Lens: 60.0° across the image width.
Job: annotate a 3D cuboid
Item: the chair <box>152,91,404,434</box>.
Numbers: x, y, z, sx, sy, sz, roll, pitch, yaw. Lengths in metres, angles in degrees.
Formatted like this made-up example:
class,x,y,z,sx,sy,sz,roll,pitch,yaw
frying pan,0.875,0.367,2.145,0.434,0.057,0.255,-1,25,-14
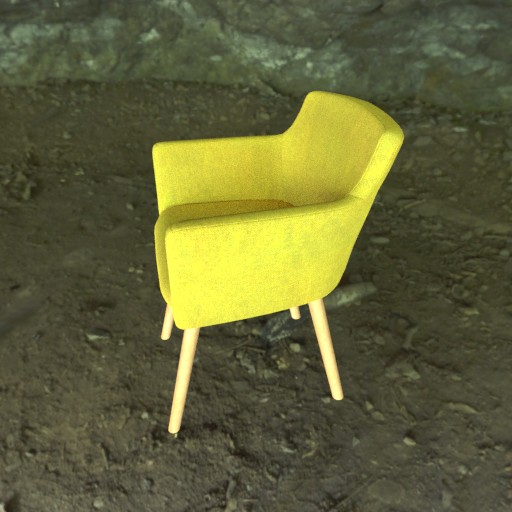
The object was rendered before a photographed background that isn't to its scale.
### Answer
class,x,y,z,sx,sy,sz,roll,pitch,yaw
chair,0.000,0.000,1.192,0.570,0.780,0.570,-7,31,-12
